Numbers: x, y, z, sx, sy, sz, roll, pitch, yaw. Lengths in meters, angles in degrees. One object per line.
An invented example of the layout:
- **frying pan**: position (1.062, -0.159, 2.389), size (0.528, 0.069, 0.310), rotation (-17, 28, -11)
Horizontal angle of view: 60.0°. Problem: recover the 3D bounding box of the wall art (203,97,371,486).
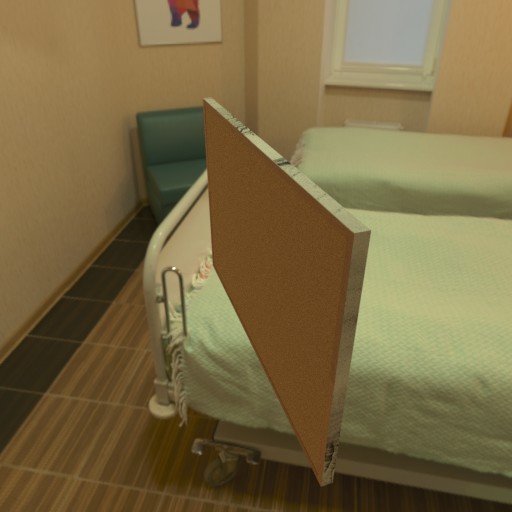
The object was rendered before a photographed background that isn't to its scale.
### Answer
- **wall art**: position (0.000, 0.000, 1.433), size (0.035, 0.758, 1.141), rotation (-10, 33, -16)
